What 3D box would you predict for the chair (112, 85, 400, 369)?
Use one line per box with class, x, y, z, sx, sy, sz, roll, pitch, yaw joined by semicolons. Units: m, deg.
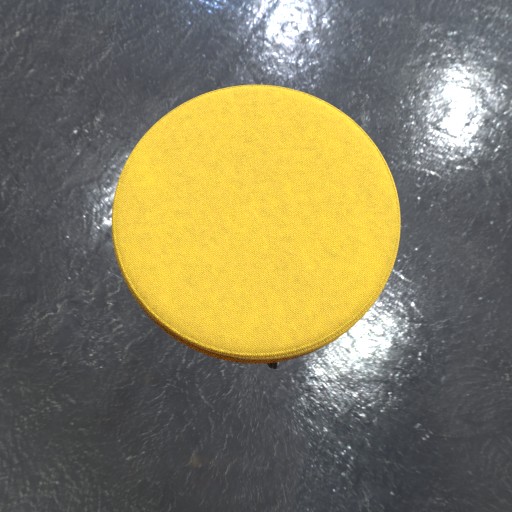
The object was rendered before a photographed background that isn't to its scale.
chair;0.000;0.000;0.722;0.345;0.455;0.345;32;78;8
